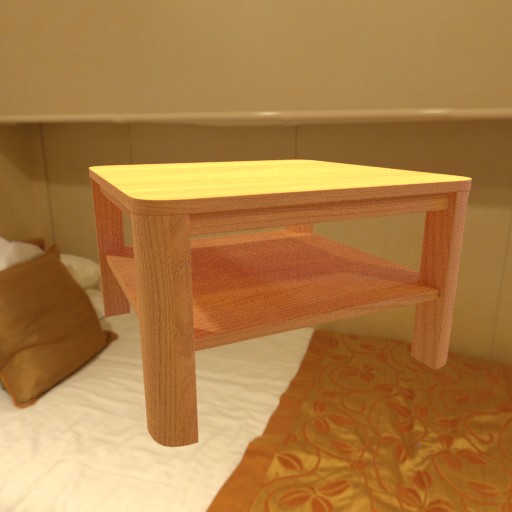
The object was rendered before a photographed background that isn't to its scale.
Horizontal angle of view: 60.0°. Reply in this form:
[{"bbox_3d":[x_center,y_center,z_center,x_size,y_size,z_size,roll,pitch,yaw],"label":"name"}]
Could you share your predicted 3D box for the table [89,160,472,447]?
[{"bbox_3d":[0.000,0.000,1.199,0.750,0.450,0.750,-7,17,-25],"label":"table"}]
